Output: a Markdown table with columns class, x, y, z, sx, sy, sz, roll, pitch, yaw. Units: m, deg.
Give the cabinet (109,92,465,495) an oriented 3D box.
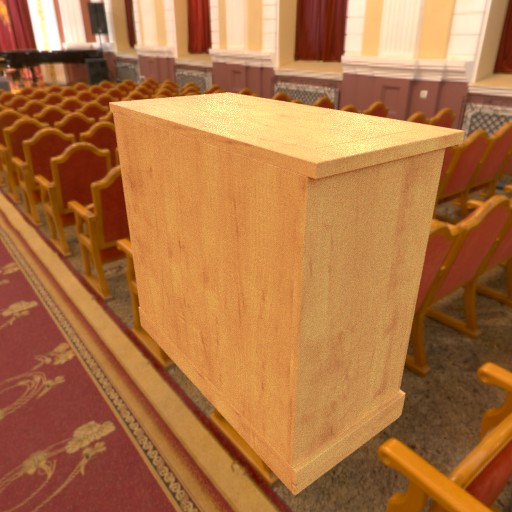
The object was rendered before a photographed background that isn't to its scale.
| class | x | y | z | sx | sy | sz | roll | pitch | yaw |
| --- | --- | --- | --- | --- | --- | --- | --- | --- | --- |
| cabinet | 0.000 | 0.000 | 1.363 | 0.450 | 0.840 | 0.920 | -19 | 32 | -33 |
